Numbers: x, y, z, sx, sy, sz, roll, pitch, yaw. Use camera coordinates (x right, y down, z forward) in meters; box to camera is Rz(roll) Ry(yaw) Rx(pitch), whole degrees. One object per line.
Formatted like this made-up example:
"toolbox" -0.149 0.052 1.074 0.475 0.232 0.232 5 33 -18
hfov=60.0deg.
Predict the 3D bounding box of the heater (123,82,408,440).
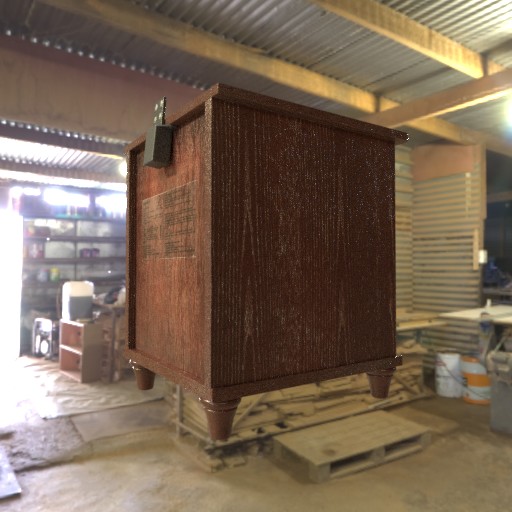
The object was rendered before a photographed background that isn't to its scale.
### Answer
"heater" 0.000 0.000 0.783 0.400 0.481 0.362 1 -1 -34
